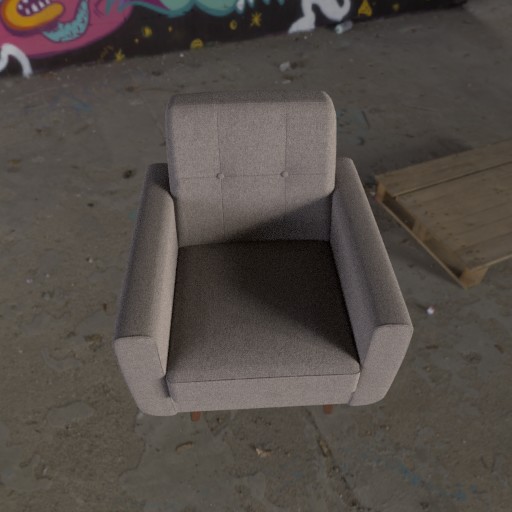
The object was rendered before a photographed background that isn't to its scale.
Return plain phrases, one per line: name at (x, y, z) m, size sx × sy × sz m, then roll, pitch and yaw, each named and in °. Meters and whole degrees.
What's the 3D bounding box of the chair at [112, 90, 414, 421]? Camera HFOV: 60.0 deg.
chair at (0.000, 0.000, 1.569) m, size 0.831 × 0.839 × 0.907 m, roll -2°, pitch 45°, yaw -2°
